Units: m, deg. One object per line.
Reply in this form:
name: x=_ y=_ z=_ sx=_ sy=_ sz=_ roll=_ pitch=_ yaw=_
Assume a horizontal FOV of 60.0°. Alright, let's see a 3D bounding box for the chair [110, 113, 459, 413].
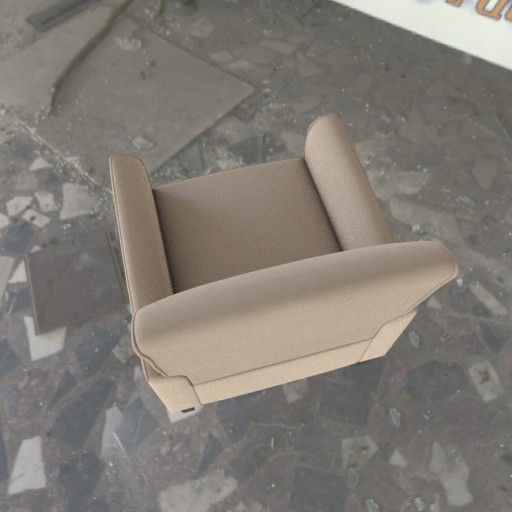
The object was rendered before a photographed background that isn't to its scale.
chair: x=0.000 y=0.000 z=1.506 sx=0.820 sy=0.915 sz=0.820 roll=-13 pitch=60 yaw=-8
